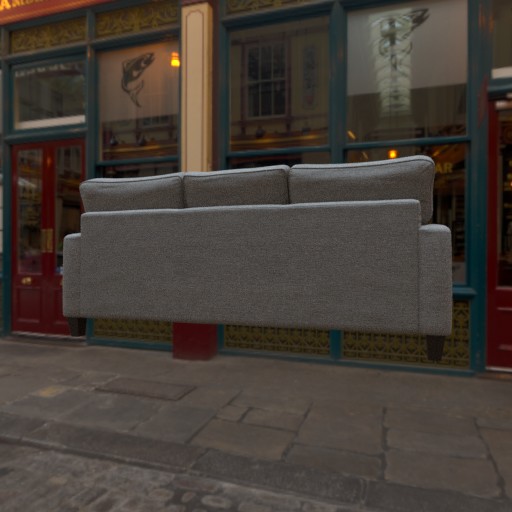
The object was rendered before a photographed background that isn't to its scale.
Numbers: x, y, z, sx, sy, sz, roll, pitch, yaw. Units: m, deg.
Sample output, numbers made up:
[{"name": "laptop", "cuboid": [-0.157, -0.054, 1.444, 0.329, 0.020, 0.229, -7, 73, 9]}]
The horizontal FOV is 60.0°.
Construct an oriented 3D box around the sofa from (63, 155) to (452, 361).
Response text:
[{"name": "sofa", "cuboid": [0.000, 0.000, 2.739, 2.158, 0.965, 0.951, 0, 0, 18]}]
